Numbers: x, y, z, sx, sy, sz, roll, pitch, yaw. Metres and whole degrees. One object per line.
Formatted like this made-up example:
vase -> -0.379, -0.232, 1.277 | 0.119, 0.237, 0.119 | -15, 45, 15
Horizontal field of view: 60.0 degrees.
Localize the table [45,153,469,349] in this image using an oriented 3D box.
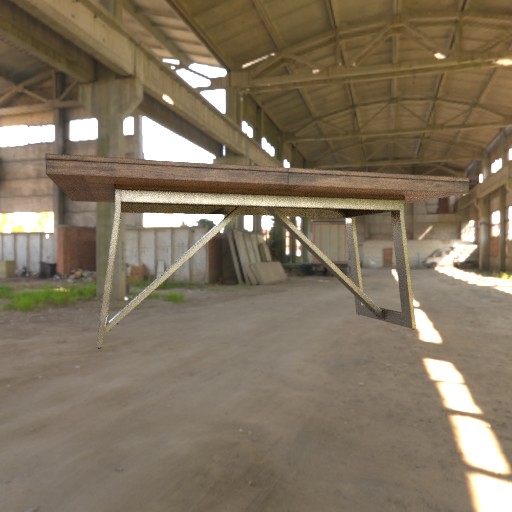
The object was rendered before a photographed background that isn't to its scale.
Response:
table -> 0.000, 0.000, 2.316 | 1.867, 0.757, 0.931 | 0, 1, -17
